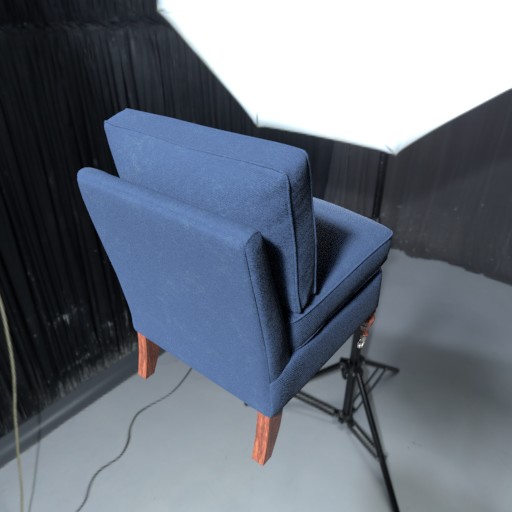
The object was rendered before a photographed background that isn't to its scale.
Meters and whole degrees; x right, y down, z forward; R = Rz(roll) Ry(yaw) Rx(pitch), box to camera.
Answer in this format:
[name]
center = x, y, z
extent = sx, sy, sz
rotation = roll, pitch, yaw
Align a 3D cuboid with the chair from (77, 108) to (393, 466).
[chair]
center = 0.000, 0.000, 1.645
extent = 0.724, 1.052, 0.912
rotation = 23, 37, 33
